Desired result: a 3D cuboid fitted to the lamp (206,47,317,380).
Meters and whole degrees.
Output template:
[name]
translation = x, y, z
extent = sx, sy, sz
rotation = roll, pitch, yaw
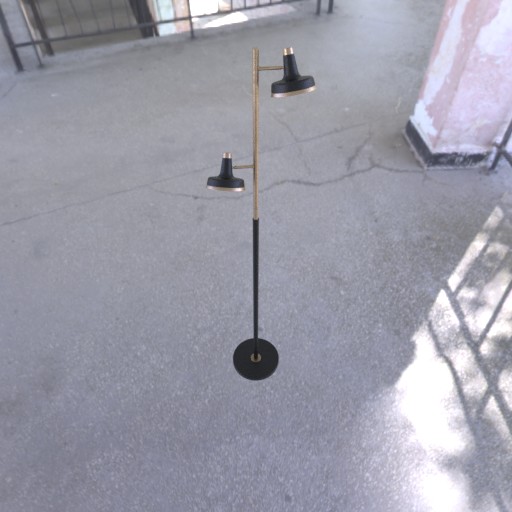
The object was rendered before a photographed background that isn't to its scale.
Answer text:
[lamp]
translation = 0.000, 0.000, 1.830
extent = 0.351, 1.674, 0.253
rotation = -4, 47, -4
